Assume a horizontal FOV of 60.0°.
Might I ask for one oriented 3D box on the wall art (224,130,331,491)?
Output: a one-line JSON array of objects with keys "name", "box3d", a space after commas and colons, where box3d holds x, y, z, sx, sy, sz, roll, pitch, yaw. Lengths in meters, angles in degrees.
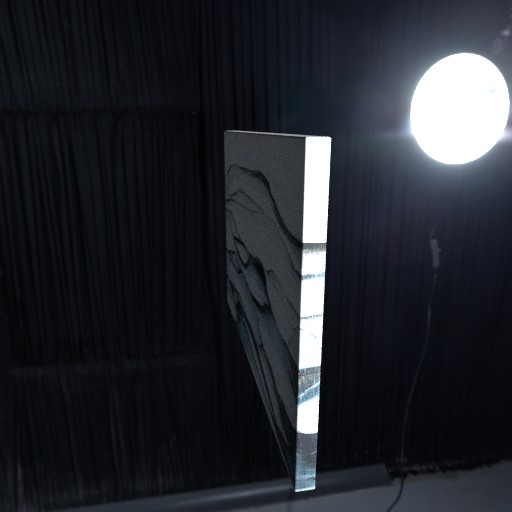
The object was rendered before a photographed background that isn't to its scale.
[{"name": "wall art", "box3d": [0.000, 0.000, 1.134, 0.039, 0.609, 0.914, -3, 17, -11]}]
